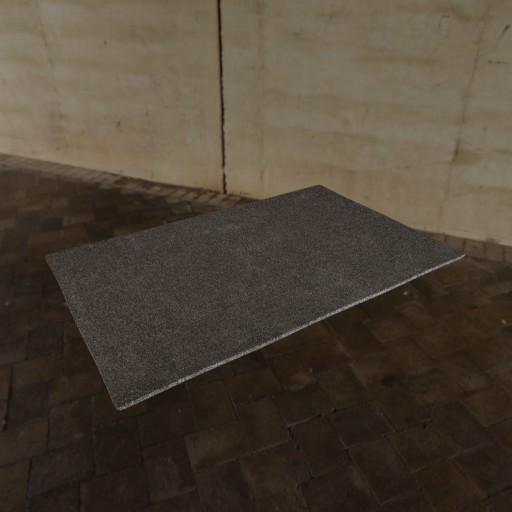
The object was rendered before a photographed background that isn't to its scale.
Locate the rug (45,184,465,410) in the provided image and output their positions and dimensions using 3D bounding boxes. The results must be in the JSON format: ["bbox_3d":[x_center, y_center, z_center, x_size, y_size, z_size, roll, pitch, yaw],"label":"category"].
[{"bbox_3d":[0.000,0.000,2.932,2.350,0.025,1.502,-18,35,-28],"label":"rug"}]
